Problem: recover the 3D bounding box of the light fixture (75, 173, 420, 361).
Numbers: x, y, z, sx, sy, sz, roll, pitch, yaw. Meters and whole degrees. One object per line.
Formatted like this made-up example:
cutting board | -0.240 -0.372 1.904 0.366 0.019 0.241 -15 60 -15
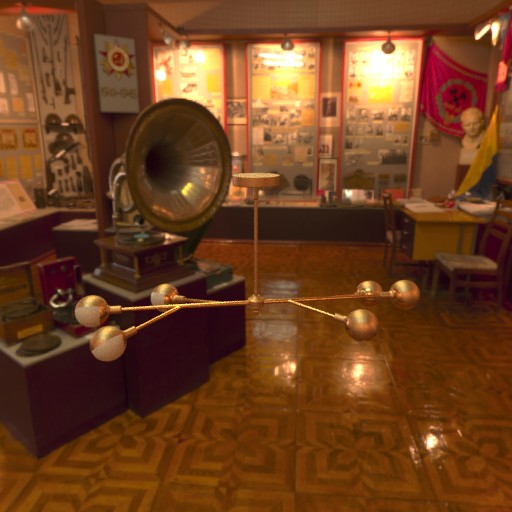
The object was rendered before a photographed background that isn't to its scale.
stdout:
light fixture | 0.000 0.000 1.004 0.778 0.362 0.434 2 16 7
